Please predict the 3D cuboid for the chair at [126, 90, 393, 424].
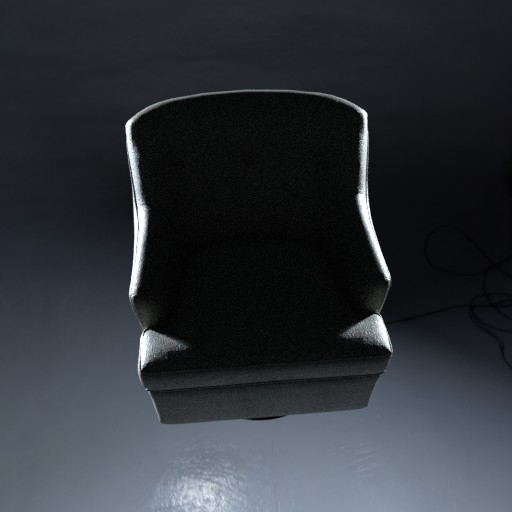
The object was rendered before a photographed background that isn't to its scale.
[{"bbox_3d":[0.000,0.000,1.616,0.864,0.856,0.923,-3,46,-3],"label":"chair"}]
